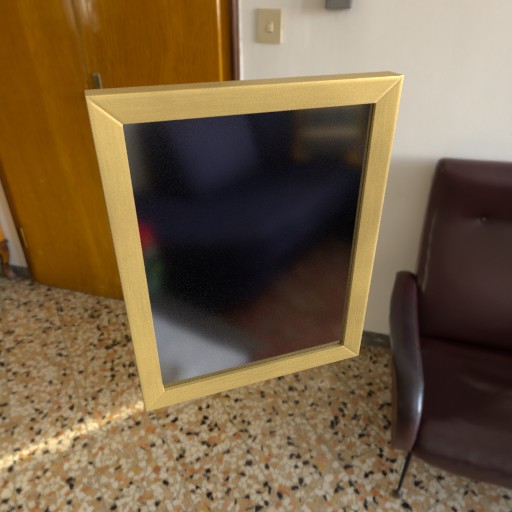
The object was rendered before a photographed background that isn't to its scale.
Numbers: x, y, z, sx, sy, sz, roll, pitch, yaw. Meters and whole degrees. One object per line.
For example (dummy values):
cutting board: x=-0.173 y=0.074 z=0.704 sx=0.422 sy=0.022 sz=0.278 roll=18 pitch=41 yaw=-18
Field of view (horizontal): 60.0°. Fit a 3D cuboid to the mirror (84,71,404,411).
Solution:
mirror: x=0.000 y=0.000 z=0.683 sx=0.405 sy=0.508 sz=0.041 roll=-10 pitch=33 yaw=-16
